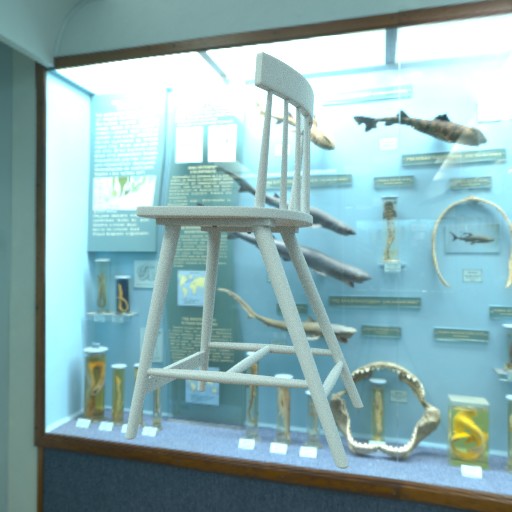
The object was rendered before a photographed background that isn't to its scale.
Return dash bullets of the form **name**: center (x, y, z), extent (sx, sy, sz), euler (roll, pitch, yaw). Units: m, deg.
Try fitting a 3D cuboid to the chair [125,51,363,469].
- **chair**: center (0.000, 0.000, 1.280), extent (0.572, 0.952, 0.483), euler (0, -1, 18)
